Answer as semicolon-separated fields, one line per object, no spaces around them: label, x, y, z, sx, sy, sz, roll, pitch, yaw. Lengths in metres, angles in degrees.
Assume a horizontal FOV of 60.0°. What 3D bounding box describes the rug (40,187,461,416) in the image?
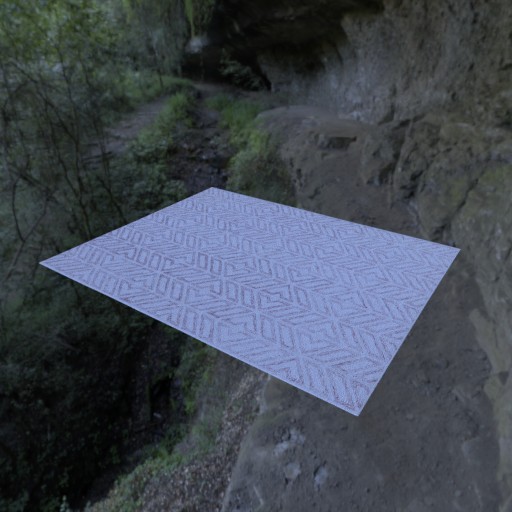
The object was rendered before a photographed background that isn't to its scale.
rug;0.000;0.000;4.080;3.045;0.008;2.421;18;33;30
